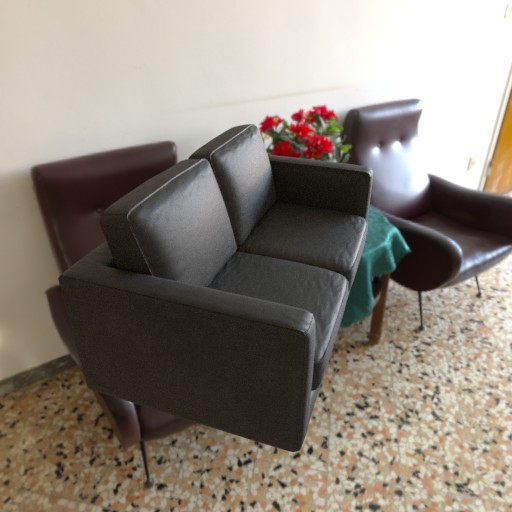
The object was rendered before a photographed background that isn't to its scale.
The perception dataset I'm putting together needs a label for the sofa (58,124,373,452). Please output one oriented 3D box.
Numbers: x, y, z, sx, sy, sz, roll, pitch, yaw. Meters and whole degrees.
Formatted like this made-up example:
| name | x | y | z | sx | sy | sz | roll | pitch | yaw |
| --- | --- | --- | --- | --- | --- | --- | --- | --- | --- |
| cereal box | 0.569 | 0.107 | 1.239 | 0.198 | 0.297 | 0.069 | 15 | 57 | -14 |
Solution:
| name | x | y | z | sx | sy | sz | roll | pitch | yaw |
| --- | --- | --- | --- | --- | --- | --- | --- | --- | --- |
| sofa | 0.000 | 0.000 | 2.023 | 0.879 | 0.899 | 1.430 | 11 | 32 | 17 |
